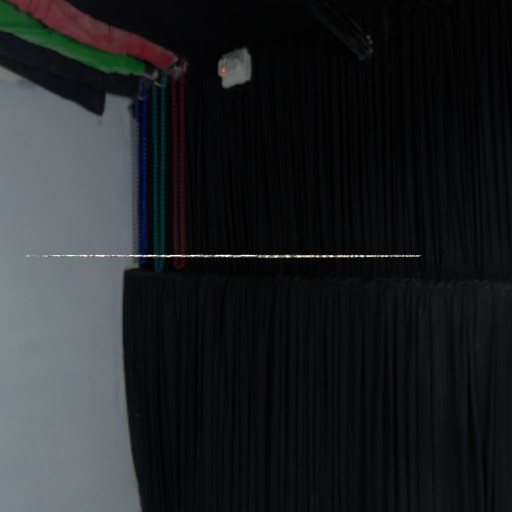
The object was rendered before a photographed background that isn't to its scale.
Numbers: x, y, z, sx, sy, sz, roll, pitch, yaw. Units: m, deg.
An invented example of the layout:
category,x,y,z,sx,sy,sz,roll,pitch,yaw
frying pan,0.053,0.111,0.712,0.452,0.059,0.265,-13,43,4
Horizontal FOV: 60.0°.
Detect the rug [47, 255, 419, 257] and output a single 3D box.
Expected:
category,x,y,z,sx,sy,sz,roll,pitch,yaw
rug,0.000,0.000,2.344,1.219,0.008,1.829,0,0,36
